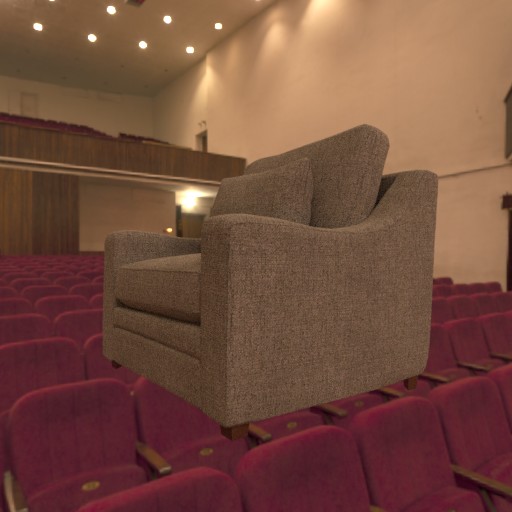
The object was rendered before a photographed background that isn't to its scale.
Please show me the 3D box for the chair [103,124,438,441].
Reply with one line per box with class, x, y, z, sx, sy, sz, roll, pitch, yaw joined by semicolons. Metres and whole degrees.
chair;0.000;0.000;1.924;1.009;1.037;1.138;0;0;-36
